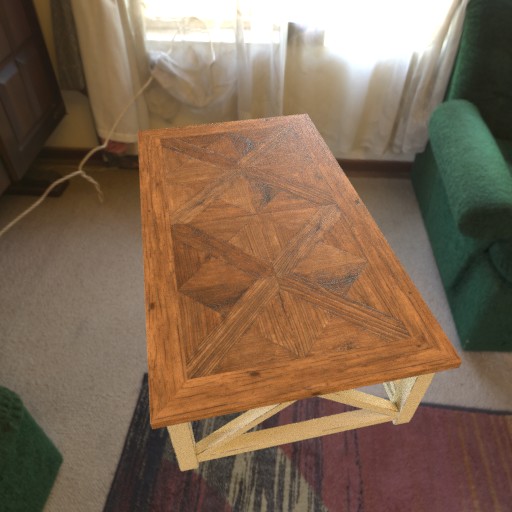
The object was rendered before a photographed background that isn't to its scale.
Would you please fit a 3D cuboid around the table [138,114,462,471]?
[{"bbox_3d":[0.000,0.000,1.723,0.800,0.410,1.400,-8,45,-9],"label":"table"}]
